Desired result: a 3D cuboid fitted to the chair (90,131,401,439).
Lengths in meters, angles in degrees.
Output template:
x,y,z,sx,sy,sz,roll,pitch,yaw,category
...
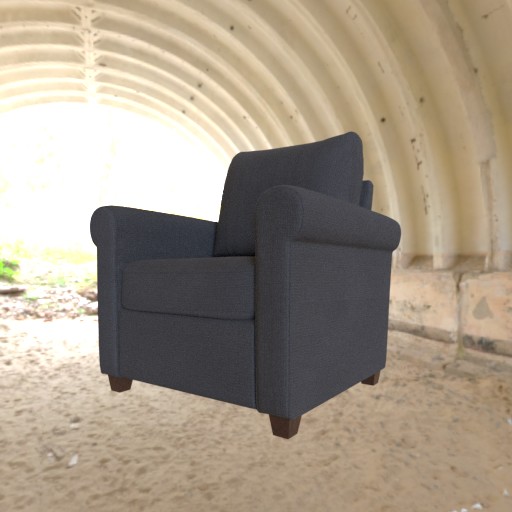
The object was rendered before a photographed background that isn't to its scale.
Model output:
x,y,z,sx,sy,sz,roll,pitch,yaw,category
0.000,0.000,1.638,0.867,0.942,0.828,0,-1,36,chair
